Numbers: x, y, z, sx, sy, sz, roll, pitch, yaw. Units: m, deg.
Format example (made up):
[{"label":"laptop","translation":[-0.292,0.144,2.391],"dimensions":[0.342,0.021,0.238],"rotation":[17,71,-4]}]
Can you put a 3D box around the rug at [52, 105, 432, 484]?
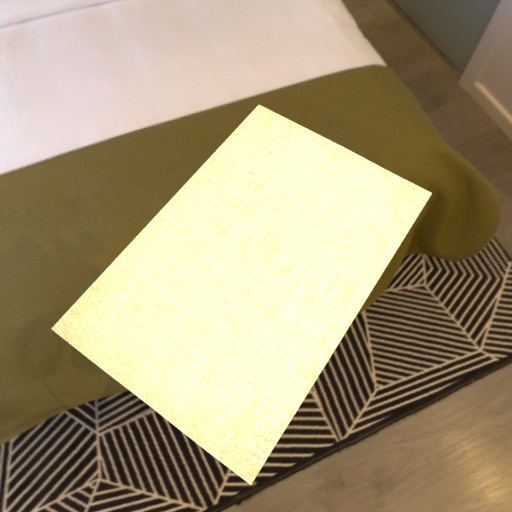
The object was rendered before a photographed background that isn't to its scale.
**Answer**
[{"label":"rug","translation":[0.000,0.000,2.383],"dimensions":[1.211,0.007,1.827],"rotation":[32,68,15]}]
